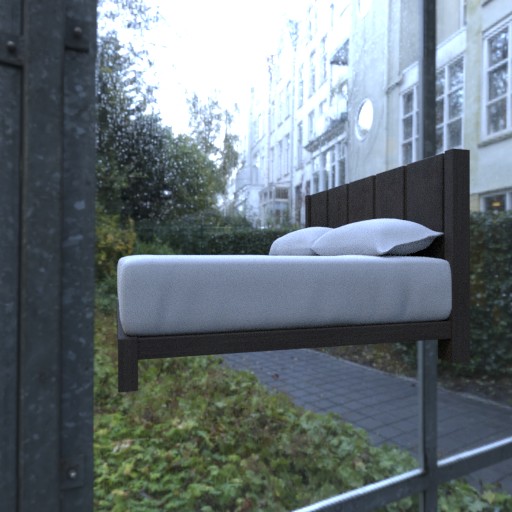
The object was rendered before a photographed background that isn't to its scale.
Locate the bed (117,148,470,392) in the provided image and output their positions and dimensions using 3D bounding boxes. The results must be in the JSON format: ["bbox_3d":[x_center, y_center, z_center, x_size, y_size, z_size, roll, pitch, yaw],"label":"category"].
[{"bbox_3d":[0.000,0.000,3.366,2.012,1.270,2.134,0,0,-18],"label":"bed"}]
